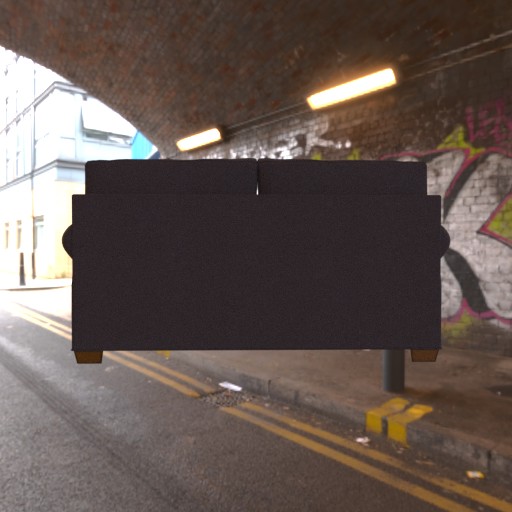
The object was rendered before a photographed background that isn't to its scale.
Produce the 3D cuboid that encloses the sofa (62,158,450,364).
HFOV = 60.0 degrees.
[{"bbox_3d":[0.000,0.000,2.607,2.009,1.031,0.951,0,1,-1],"label":"sofa"}]
